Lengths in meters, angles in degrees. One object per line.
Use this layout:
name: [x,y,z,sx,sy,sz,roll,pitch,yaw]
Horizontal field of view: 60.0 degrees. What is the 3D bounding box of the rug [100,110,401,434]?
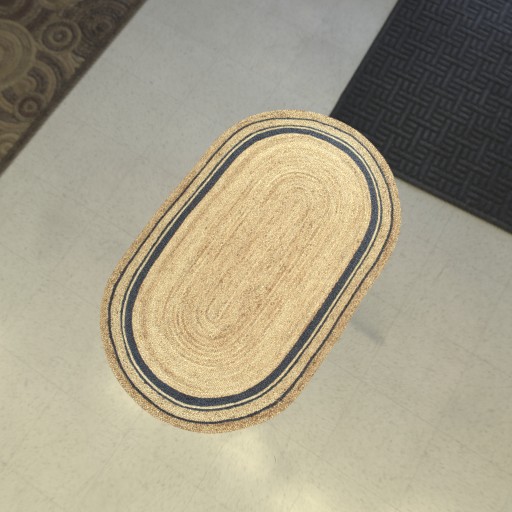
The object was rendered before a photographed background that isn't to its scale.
rug: [0.000,0.000,3.029,1.520,0.006,2.432,34,77,9]
